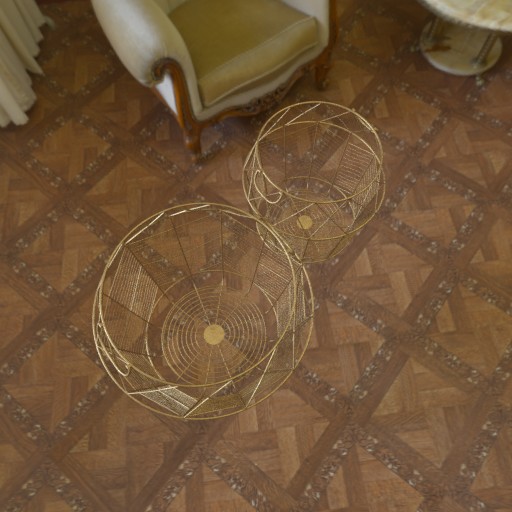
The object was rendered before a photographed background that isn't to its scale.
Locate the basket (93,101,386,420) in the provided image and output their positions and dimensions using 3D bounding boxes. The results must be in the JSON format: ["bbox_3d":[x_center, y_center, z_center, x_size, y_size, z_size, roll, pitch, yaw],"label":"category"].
[{"bbox_3d":[0.000,0.000,1.035,0.451,0.343,0.805,34,69,15],"label":"basket"}]
